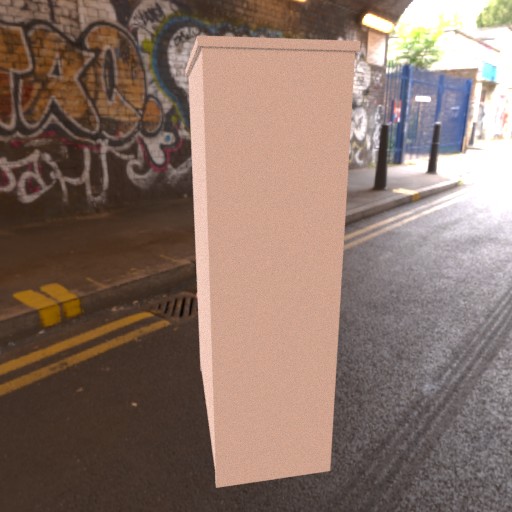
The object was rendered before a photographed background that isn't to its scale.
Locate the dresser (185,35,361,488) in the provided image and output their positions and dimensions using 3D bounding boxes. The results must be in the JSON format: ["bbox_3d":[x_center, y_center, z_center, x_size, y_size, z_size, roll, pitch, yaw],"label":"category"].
[{"bbox_3d":[0.000,0.000,1.531,0.399,1.255,0.704,-3,17,-10],"label":"dresser"}]
